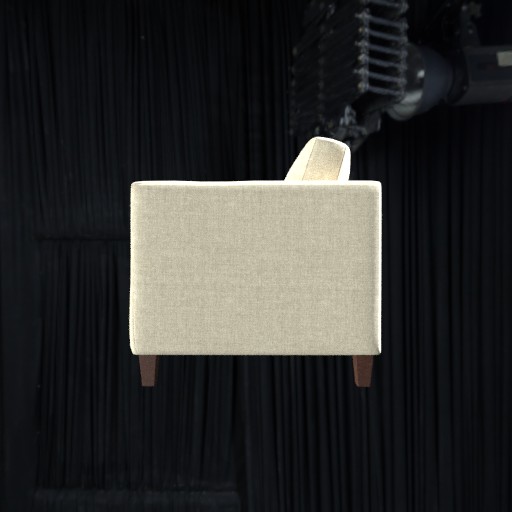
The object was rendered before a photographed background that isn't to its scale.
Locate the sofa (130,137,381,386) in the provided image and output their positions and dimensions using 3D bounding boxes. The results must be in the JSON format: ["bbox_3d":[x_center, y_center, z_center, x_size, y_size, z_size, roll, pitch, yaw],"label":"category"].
[{"bbox_3d":[0.000,0.000,2.533,0.950,0.963,1.884,0,1,0],"label":"sofa"}]
